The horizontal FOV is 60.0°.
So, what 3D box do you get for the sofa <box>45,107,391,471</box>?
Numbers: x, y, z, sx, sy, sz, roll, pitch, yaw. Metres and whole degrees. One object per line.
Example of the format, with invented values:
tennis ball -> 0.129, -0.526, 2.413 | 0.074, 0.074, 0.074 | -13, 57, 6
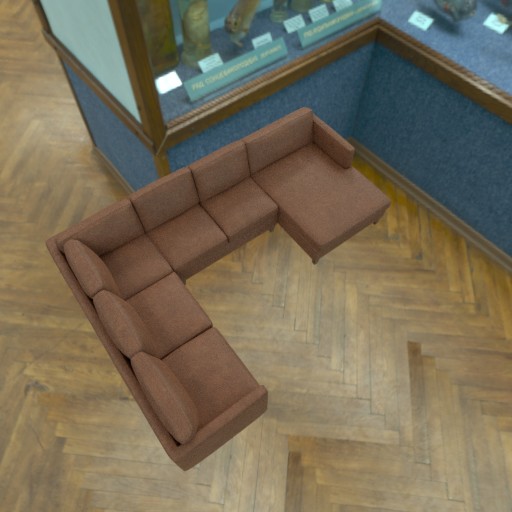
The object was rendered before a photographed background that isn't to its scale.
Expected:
sofa -> 0.000, 0.000, 4.677 | 3.460, 0.923, 2.593 | -32, 63, -19
